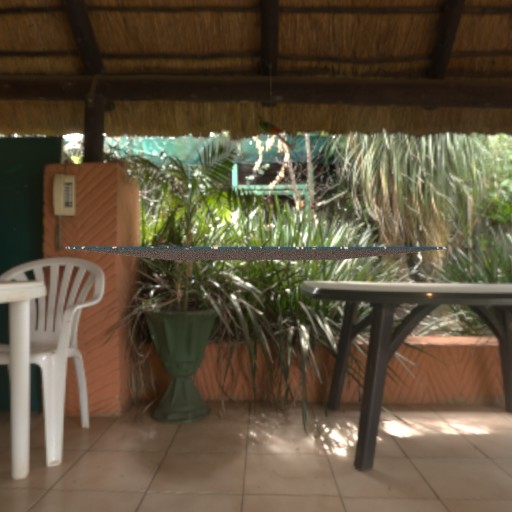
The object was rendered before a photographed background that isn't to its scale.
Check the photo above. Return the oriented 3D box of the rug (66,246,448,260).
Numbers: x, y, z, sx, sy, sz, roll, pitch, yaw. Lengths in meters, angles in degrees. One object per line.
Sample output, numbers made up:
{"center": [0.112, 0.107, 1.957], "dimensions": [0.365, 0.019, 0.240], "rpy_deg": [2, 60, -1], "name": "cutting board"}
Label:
{"center": [0.000, 0.000, 2.322], "dimensions": [1.220, 0.007, 1.828], "rpy_deg": [0, -2, 0], "name": "rug"}
